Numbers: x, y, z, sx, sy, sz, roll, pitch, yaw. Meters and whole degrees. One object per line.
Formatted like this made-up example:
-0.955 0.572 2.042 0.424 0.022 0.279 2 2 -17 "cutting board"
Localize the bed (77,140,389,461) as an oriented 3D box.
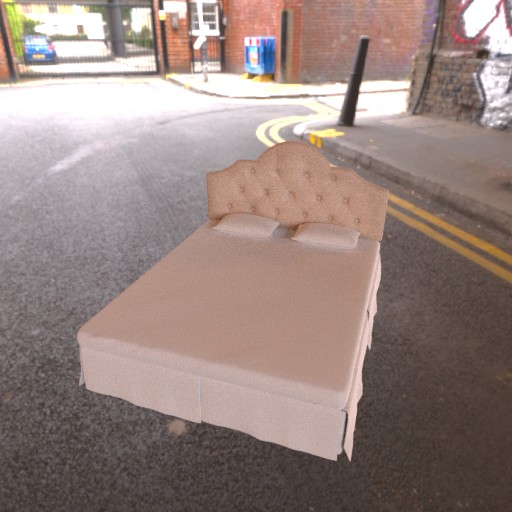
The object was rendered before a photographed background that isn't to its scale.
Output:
0.000 0.000 3.045 1.667 1.194 1.970 9 27 17 "bed"
